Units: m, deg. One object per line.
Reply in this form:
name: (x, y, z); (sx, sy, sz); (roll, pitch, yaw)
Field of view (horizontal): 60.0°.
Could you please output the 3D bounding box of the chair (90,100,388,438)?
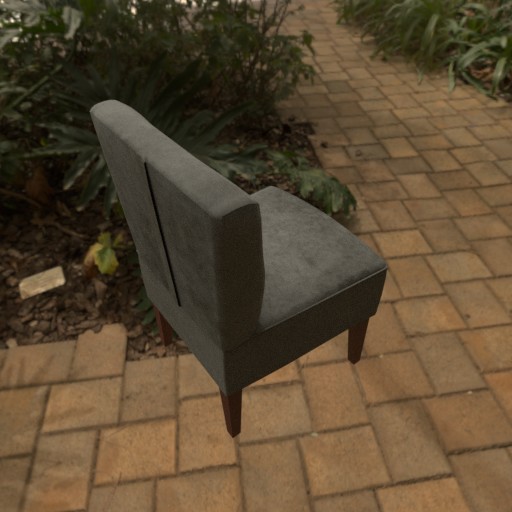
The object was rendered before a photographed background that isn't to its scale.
chair: (0.000, 0.000, 1.184); (0.554, 0.806, 0.521); (-26, 47, -27)
